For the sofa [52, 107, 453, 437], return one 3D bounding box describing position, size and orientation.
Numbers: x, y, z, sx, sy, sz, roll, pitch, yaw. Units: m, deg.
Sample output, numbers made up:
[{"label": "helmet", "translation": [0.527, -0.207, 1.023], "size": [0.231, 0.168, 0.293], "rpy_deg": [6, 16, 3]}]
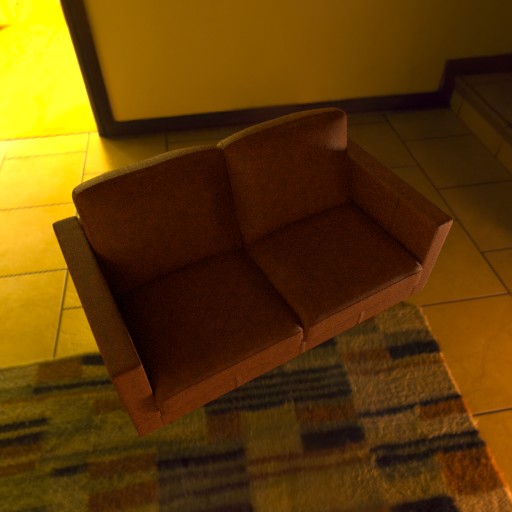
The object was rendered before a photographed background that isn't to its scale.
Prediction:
[{"label": "sofa", "translation": [0.000, 0.000, 2.119], "size": [1.578, 0.951, 0.909], "rpy_deg": [-23, 51, -20]}]
